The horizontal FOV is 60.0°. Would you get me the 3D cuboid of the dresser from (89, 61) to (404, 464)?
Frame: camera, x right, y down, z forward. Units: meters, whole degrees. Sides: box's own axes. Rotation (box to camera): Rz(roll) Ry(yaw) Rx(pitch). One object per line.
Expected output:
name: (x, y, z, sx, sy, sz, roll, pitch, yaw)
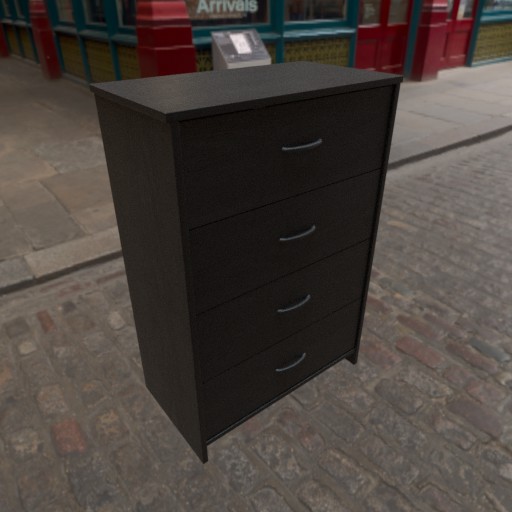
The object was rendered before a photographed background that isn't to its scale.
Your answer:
dresser: (0.000, 0.000, 1.365, 0.700, 1.020, 0.398, -22, 37, -32)
